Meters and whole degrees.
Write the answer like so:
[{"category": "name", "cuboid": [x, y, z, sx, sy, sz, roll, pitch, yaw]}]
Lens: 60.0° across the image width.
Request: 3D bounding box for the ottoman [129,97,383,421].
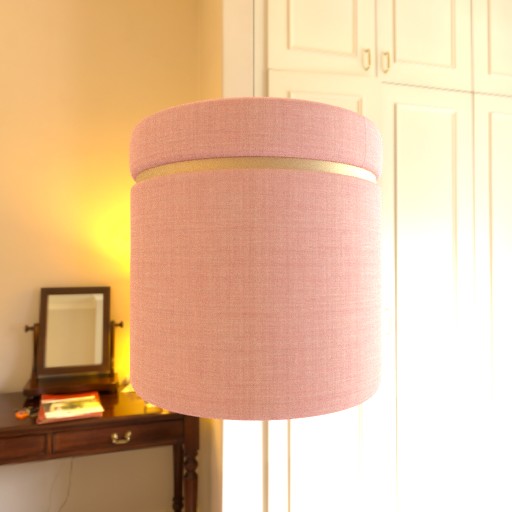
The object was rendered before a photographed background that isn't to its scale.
[{"category": "ottoman", "cuboid": [0.000, 0.000, 0.725, 0.400, 0.406, 0.400, 0, -1, 0]}]
